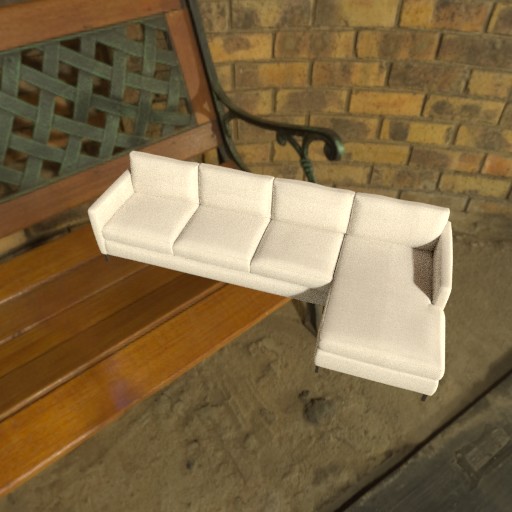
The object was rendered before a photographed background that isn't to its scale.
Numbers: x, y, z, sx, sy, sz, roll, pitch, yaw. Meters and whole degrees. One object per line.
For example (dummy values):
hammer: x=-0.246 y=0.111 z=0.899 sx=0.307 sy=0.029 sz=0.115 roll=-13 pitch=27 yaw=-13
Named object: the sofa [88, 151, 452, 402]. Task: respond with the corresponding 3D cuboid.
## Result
sofa: x=0.000 y=0.000 z=2.968 sx=2.445 sy=0.677 sz=1.126 roll=13 pitch=45 yaw=13
